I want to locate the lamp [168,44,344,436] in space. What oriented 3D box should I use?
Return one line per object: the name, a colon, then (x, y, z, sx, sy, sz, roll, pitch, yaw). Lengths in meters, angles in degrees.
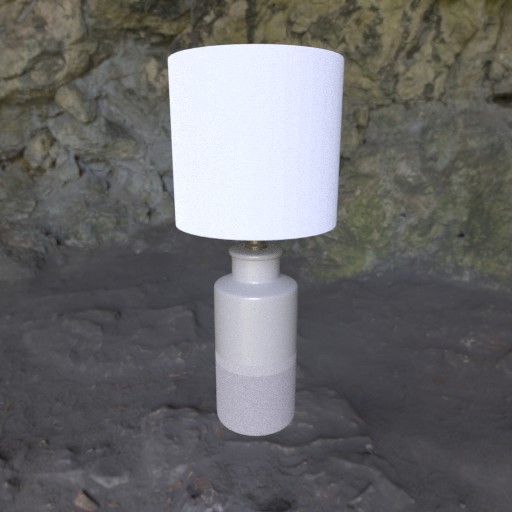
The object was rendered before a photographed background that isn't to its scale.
lamp: (0.000, 0.000, 0.606, 0.212, 0.493, 0.212, -7, 17, -24)
